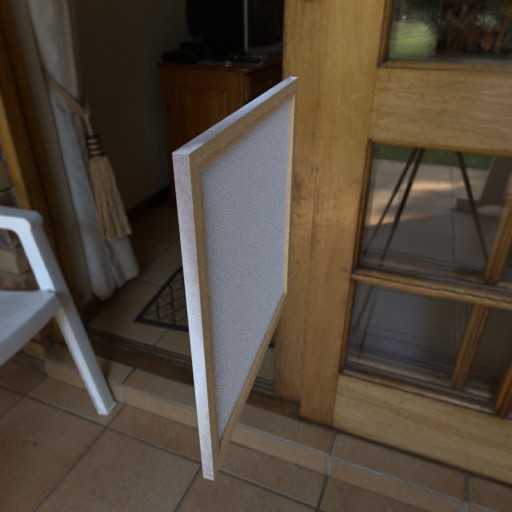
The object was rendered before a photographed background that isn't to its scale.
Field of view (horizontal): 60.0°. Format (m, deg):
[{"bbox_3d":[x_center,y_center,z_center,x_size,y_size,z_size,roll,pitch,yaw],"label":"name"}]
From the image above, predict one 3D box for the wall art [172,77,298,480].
[{"bbox_3d":[0.000,0.000,1.143,0.027,0.762,0.762,8,31,14],"label":"wall art"}]
